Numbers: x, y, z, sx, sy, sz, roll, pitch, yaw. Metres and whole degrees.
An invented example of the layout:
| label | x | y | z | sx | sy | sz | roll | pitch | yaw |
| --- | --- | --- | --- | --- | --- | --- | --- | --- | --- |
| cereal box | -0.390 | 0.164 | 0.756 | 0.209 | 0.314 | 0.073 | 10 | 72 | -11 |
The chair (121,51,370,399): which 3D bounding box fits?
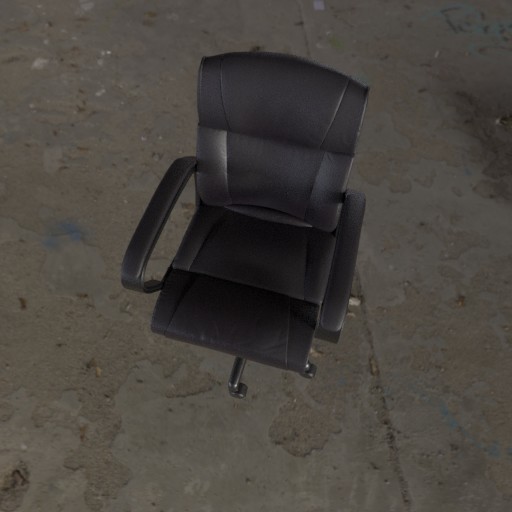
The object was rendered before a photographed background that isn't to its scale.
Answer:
| label | x | y | z | sx | sy | sz | roll | pitch | yaw |
| --- | --- | --- | --- | --- | --- | --- | --- | --- | --- |
| chair | 0.000 | 0.000 | 1.382 | 0.576 | 0.998 | 0.641 | 13 | 59 | 8 |
